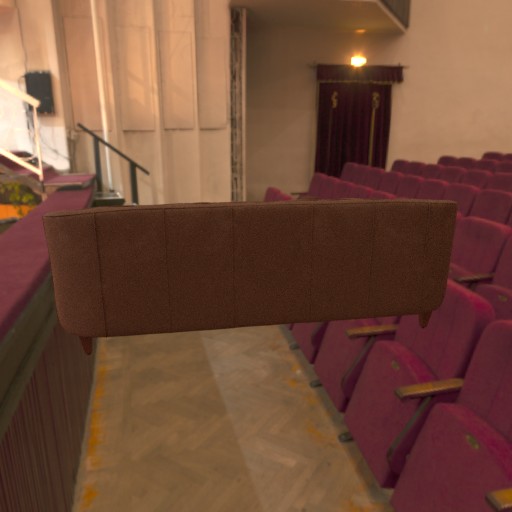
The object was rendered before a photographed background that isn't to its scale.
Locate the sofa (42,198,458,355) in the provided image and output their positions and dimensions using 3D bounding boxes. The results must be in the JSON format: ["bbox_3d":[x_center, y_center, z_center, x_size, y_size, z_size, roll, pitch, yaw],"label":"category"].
[{"bbox_3d":[0.000,0.000,2.692,2.227,0.787,0.927,-3,16,-9],"label":"sofa"}]
